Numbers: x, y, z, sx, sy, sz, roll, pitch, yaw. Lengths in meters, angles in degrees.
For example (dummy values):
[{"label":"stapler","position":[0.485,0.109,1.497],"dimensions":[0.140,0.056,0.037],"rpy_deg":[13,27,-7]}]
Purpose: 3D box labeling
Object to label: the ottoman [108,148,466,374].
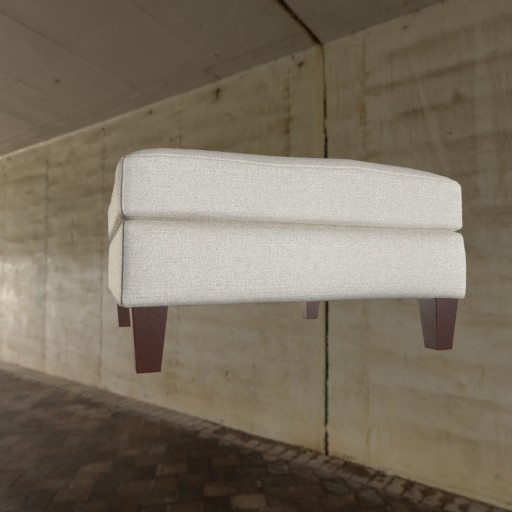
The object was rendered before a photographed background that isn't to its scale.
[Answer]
[{"label":"ottoman","position":[0.000,0.000,1.338],"dimensions":[0.838,0.478,0.838],"rpy_deg":[1,-2,-20]}]
